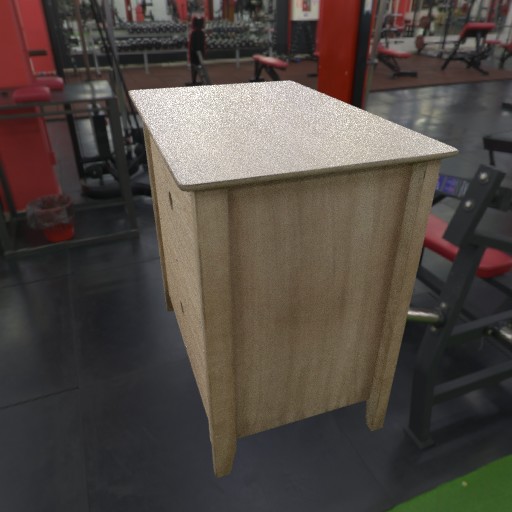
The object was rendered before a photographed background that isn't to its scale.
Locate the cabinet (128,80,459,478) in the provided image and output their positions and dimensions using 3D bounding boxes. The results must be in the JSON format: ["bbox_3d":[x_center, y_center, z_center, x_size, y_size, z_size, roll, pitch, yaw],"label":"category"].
[{"bbox_3d":[0.000,0.000,1.213,0.503,0.762,0.763,-10,32,-17],"label":"cabinet"}]
